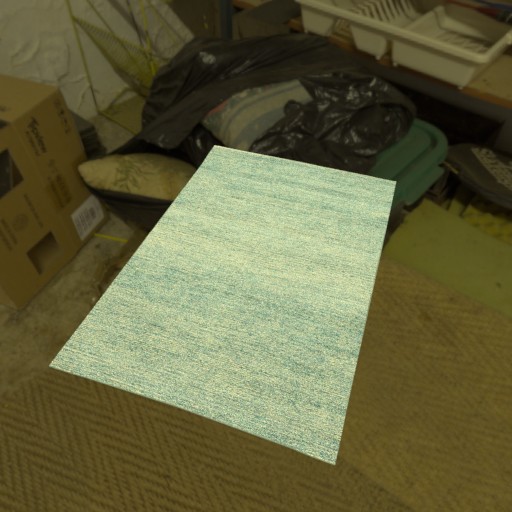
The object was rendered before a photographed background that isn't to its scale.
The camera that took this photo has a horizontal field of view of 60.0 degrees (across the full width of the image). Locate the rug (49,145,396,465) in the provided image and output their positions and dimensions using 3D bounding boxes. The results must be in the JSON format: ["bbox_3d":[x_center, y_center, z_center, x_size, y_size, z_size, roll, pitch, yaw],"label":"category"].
[{"bbox_3d":[0.000,0.000,5.269,2.802,0.052,4.078,14,48,13],"label":"rug"}]
